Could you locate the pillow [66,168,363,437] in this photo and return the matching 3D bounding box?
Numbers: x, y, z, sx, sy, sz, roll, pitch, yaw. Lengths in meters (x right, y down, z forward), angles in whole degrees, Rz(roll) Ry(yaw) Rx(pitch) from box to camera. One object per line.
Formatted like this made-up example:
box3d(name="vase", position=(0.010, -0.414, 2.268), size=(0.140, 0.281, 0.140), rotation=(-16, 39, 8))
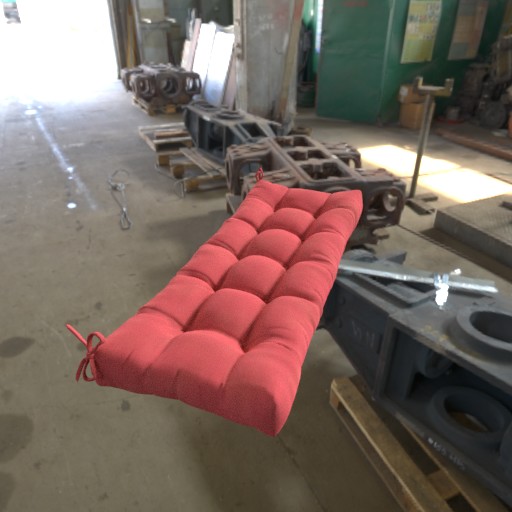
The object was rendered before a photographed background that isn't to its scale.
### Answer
box3d(name="pillow", position=(0.000, 0.000, 1.364), size=(0.511, 0.174, 1.194), rotation=(10, 32, 17))
